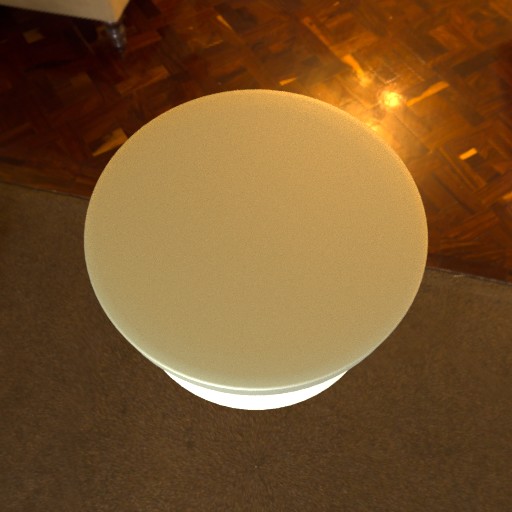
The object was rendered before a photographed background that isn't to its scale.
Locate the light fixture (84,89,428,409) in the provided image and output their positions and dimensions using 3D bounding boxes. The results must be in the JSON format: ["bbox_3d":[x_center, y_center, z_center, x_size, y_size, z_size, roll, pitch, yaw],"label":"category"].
[{"bbox_3d":[0.000,0.000,0.613,0.393,0.229,0.393,0,65,0],"label":"light fixture"}]
